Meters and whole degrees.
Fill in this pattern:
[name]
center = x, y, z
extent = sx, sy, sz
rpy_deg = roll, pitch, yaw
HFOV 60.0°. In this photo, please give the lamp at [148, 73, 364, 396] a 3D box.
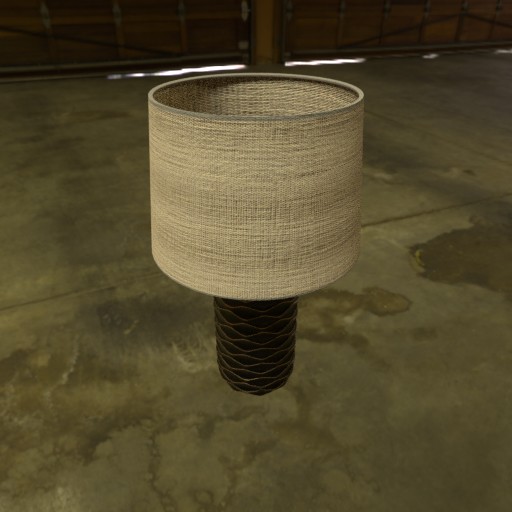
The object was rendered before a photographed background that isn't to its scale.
[lamp]
center = 0.000, 0.000, 0.834
extent = 0.376, 0.594, 0.376
rpy_deg = 0, 31, 0
